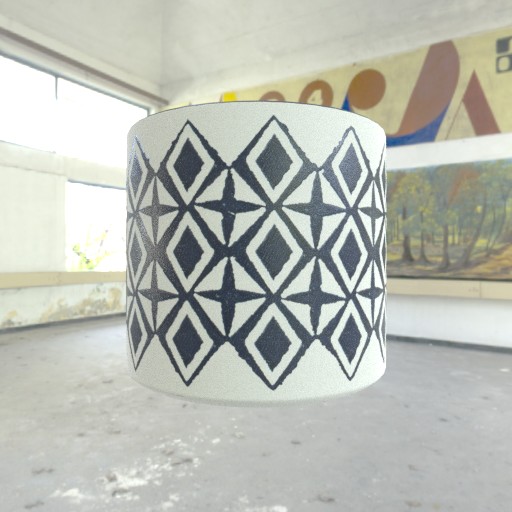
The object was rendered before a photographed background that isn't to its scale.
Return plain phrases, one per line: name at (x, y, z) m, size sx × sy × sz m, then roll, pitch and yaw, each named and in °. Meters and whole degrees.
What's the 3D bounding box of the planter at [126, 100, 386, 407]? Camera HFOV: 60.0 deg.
planter at (0.000, 0.000, 0.397) m, size 0.224 × 0.203 × 0.224 m, roll 0°, pitch 0°, yaw 0°
